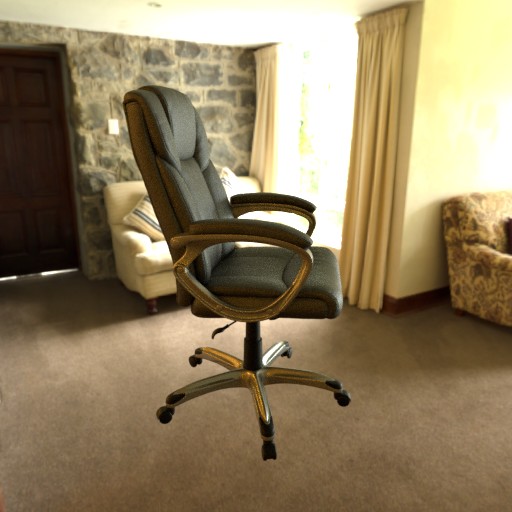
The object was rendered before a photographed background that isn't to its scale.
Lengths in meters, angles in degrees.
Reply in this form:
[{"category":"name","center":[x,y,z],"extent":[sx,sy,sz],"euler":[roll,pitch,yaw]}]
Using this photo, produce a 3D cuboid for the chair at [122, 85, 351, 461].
[{"category":"chair","center":[0.000,0.000,1.571],"extent":[0.719,1.130,0.721],"euler":[3,16,9]}]
